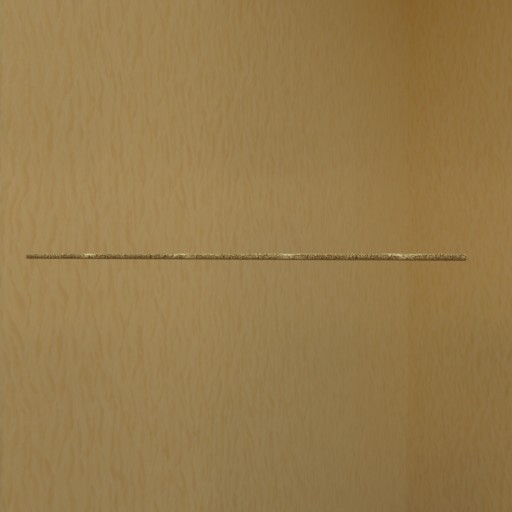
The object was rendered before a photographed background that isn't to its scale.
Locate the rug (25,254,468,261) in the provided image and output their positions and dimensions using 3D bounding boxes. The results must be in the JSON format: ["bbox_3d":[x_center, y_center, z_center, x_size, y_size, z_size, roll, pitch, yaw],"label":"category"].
[{"bbox_3d":[0.000,0.000,2.987,2.438,0.030,1.524,0,0,20],"label":"rug"}]
